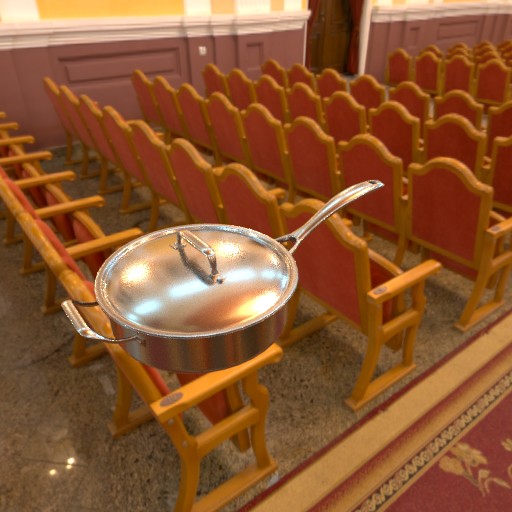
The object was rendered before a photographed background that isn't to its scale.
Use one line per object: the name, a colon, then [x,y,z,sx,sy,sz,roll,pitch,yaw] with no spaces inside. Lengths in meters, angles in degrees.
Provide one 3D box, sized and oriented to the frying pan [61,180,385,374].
frying pan: [0.000,0.000,0.599,0.492,0.111,0.245,-22,38,-31]
